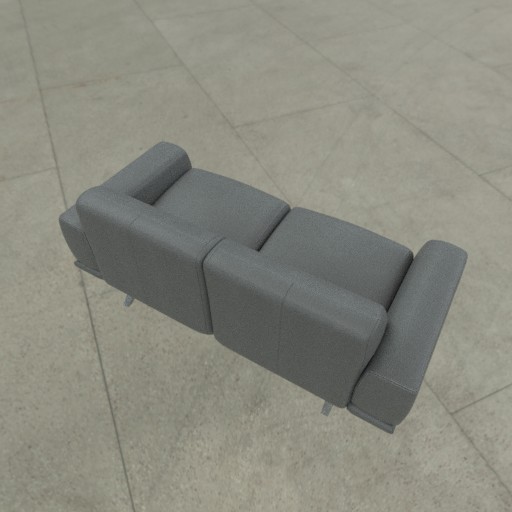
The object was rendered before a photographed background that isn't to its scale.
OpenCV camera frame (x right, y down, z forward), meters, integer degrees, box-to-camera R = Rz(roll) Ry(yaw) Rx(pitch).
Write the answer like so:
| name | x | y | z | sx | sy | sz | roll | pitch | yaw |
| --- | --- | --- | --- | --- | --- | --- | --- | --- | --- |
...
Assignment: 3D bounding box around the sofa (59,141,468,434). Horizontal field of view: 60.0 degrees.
| name | x | y | z | sx | sy | sz | roll | pitch | yaw |
| --- | --- | --- | --- | --- | --- | --- | --- | --- | --- |
| sofa | 0.000 | 0.000 | 2.318 | 1.901 | 0.772 | 0.900 | 24 | 51 | 21 |
